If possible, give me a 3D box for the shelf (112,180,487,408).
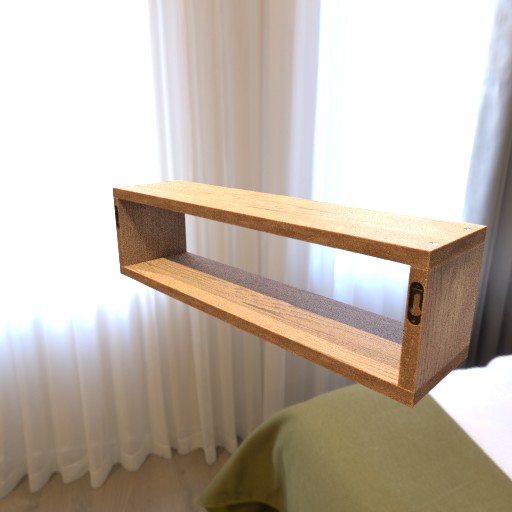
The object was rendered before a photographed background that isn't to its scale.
[{"bbox_3d":[0.000,0.000,0.694,0.150,0.170,0.610,-16,23,-43],"label":"shelf"}]
